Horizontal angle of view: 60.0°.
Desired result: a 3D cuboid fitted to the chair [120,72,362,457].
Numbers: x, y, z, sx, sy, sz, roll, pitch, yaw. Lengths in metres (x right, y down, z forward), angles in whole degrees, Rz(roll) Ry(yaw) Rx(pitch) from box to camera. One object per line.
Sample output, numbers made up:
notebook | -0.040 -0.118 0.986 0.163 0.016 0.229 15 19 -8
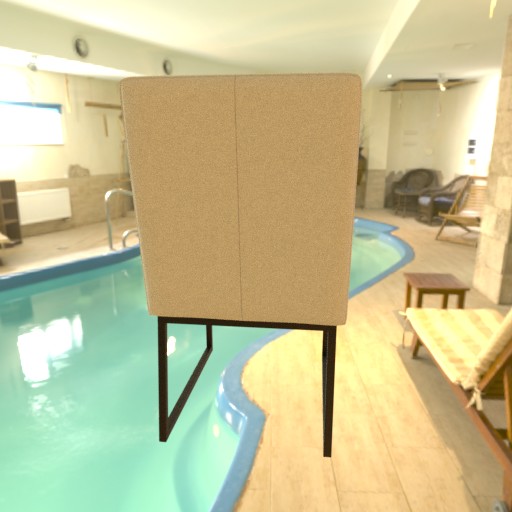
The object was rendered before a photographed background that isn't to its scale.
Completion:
chair | 0.000 0.000 1.305 0.520 0.930 0.634 2 15 8
